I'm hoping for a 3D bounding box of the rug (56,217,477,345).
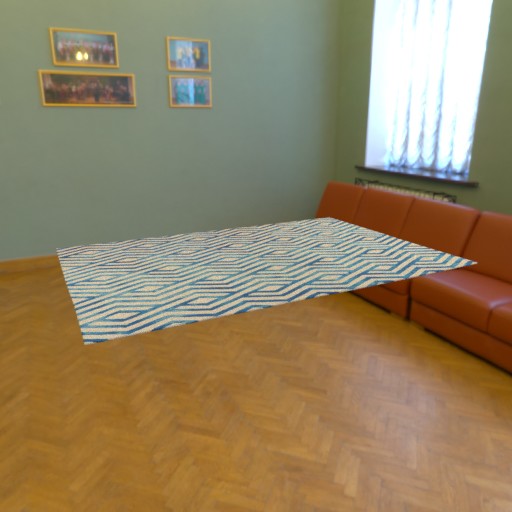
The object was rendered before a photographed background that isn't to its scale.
[{"bbox_3d":[0.000,0.000,2.301,1.830,0.008,1.225,-8,19,-26],"label":"rug"}]
